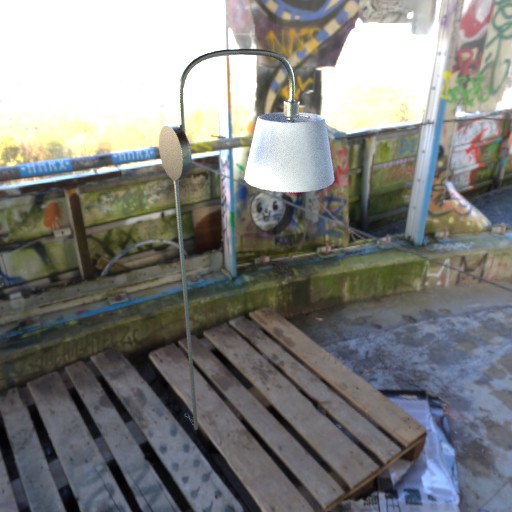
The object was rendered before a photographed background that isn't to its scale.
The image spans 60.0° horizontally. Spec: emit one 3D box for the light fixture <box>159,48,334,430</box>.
[{"bbox_3d":[0.000,0.000,0.471,0.176,0.399,0.092,-17,31,-31],"label":"light fixture"}]
